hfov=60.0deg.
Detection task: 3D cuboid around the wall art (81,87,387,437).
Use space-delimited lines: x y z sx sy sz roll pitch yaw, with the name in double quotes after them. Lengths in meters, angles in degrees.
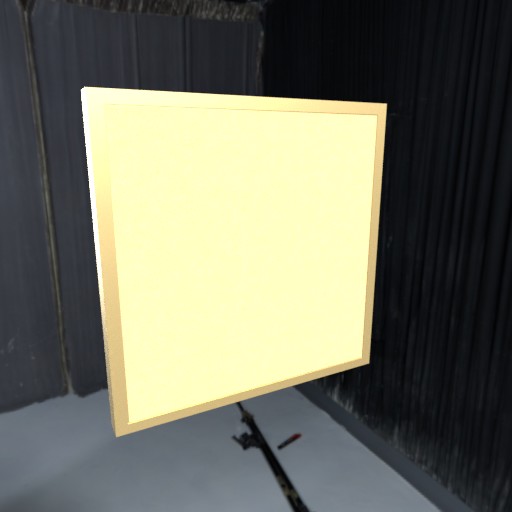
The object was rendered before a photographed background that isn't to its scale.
0.000 0.000 1.903 1.284 1.284 0.095 -7 16 -27 "wall art"
